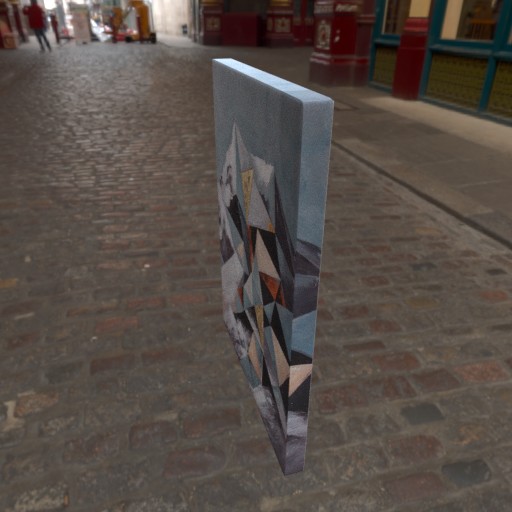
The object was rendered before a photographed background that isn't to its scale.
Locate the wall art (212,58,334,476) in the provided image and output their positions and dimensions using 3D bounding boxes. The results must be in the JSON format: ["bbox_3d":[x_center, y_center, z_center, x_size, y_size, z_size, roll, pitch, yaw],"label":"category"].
[{"bbox_3d":[0.000,0.000,0.798,0.037,0.613,0.455,-8,30,-15],"label":"wall art"}]
